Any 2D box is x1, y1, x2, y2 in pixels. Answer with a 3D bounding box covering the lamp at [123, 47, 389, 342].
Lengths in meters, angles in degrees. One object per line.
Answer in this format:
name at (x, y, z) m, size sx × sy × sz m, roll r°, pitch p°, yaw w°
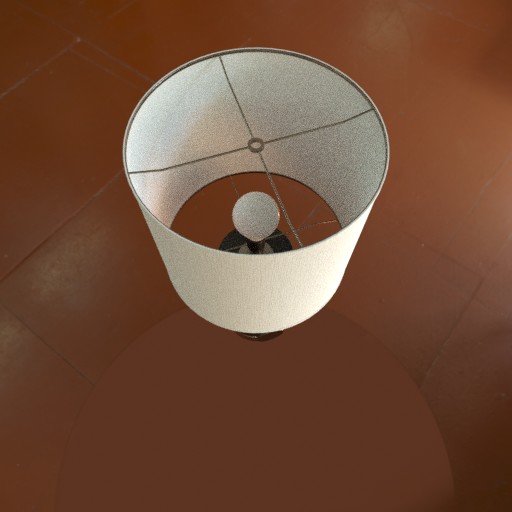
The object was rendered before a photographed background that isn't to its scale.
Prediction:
lamp at (0.000, 0.000, 0.619) m, size 0.241 × 0.482 × 0.240 m, roll -17°, pitch 65°, yaw -8°
